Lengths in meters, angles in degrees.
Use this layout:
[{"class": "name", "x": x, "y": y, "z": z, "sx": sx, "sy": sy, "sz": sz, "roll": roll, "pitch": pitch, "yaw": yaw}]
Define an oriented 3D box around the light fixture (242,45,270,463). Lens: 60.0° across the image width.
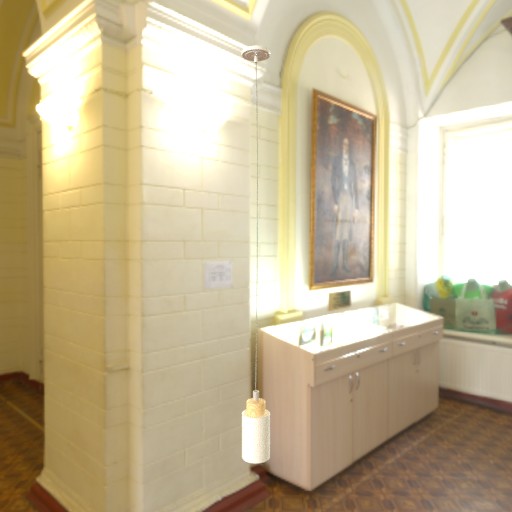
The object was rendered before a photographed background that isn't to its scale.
[{"class": "light fixture", "x": 0.000, "y": 0.000, "z": 1.969, "sx": 0.125, "sy": 1.798, "sz": 0.125, "roll": 0, "pitch": 1, "yaw": -1}]
